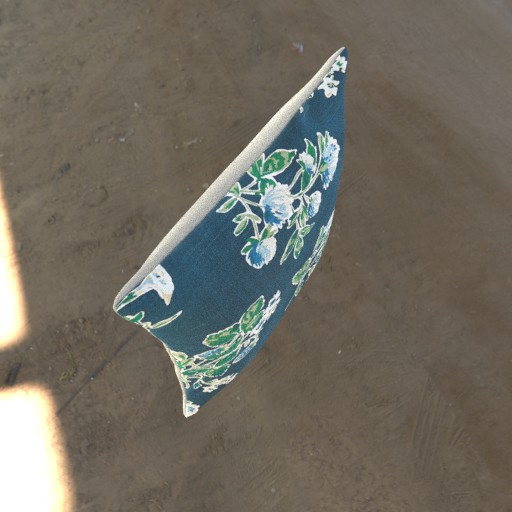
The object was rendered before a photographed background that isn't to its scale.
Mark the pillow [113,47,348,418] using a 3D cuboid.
[{"bbox_3d":[0.000,0.000,0.782,0.166,0.508,0.525,29,63,16],"label":"pillow"}]
